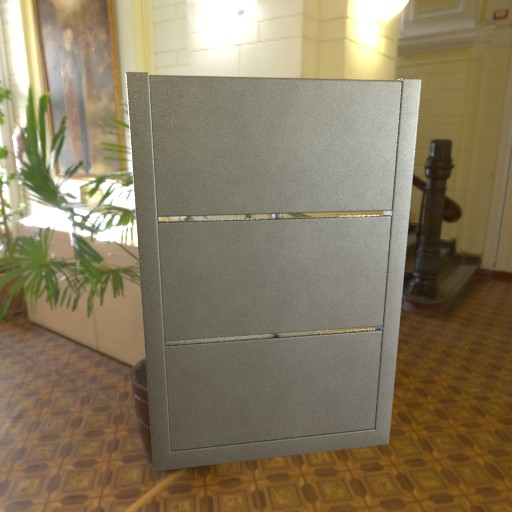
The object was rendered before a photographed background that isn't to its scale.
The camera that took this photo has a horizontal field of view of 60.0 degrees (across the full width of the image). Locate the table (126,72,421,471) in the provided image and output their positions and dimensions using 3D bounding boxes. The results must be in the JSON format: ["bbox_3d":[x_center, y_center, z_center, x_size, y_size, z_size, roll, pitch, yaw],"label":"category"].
[{"bbox_3d":[0.000,0.000,0.871,0.405,0.609,0.420,-2,15,-9],"label":"table"}]
